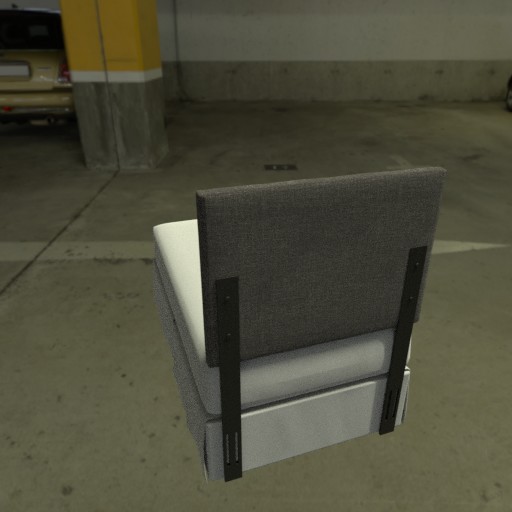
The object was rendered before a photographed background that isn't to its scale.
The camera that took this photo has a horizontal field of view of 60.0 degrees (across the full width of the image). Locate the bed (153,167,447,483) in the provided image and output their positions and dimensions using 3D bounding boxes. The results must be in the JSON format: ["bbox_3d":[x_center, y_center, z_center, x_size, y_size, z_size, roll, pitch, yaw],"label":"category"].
[{"bbox_3d":[0.000,0.000,2.972,1.261,1.571,1.997,-9,27,-17],"label":"bed"}]
